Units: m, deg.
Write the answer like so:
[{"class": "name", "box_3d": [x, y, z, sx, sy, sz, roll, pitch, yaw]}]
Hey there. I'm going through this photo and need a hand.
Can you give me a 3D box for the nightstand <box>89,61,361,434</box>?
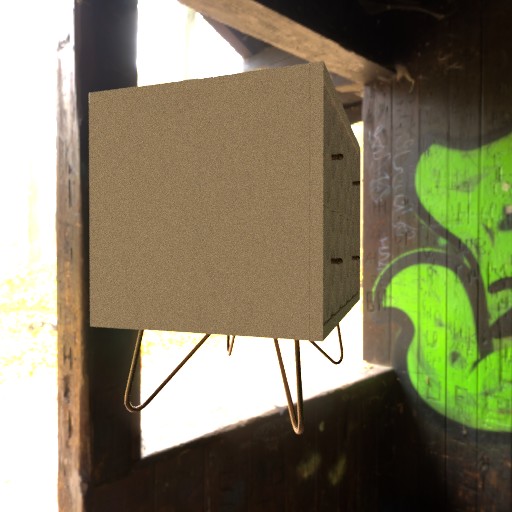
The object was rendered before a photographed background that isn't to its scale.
[{"class": "nightstand", "box_3d": [0.000, 0.000, 1.037, 0.447, 0.604, 0.614, 0, 1, 18]}]
